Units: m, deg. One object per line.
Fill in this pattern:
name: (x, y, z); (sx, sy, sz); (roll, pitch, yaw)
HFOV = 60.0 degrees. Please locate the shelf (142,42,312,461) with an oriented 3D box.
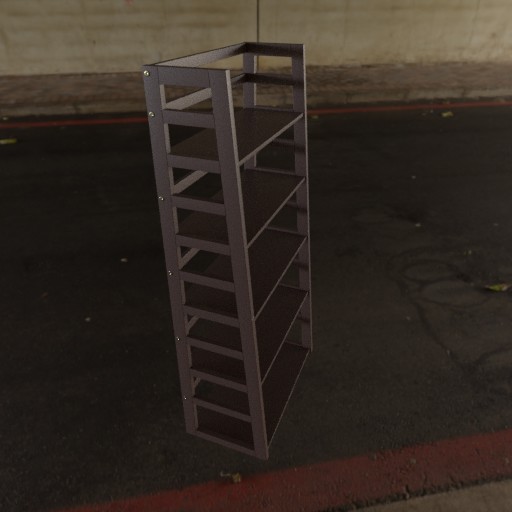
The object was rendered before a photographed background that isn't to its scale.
shelf: (0.000, 0.000, 1.916); (0.403, 1.600, 0.763); (11, 33, 18)
